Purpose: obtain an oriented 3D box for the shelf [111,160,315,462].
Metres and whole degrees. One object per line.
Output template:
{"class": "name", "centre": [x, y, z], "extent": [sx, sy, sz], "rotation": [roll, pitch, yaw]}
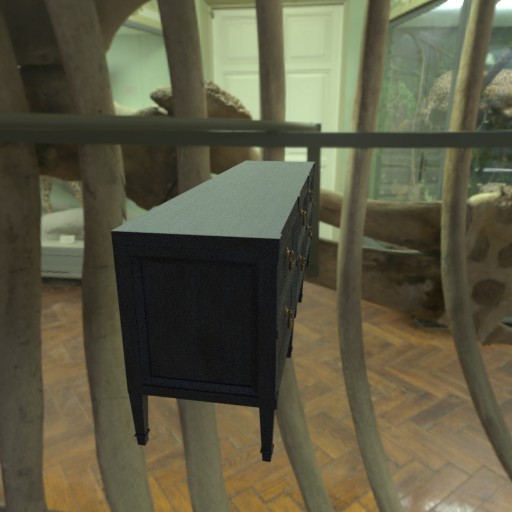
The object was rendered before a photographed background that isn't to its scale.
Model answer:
{"class": "shelf", "centre": [0.000, 0.000, 2.155], "extent": [0.471, 0.715, 1.878], "rotation": [3, 18, 9]}
